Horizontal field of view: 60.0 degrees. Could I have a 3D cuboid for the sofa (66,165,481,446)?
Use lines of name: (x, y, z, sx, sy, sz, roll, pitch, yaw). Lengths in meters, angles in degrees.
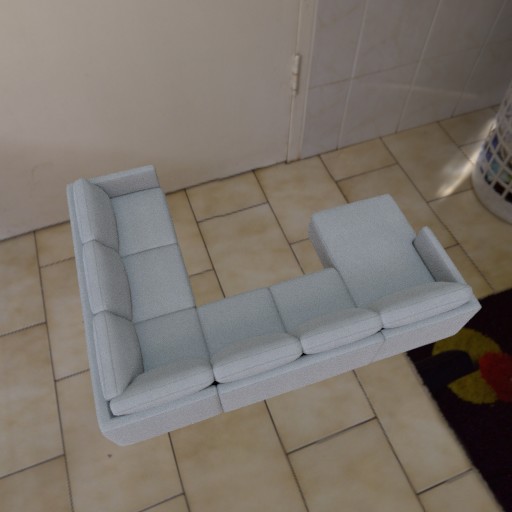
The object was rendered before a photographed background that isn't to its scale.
sofa: (0.000, 0.000, 4.329, 3.238, 0.853, 2.551, -16, 59, -10)
